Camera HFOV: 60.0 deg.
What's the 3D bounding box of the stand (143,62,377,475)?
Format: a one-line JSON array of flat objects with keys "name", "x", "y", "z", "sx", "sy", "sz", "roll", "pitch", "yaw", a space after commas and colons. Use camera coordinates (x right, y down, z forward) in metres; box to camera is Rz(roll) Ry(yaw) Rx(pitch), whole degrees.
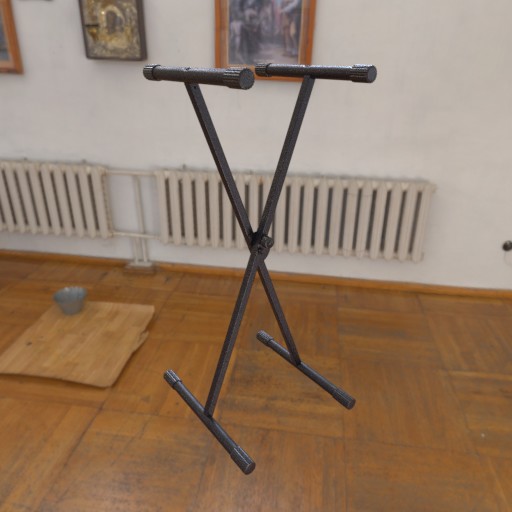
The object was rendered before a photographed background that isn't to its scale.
[{"name": "stand", "x": 0.000, "y": 0.000, "z": 1.185, "sx": 0.409, "sy": 0.940, "sz": 0.449, "roll": -17, "pitch": 30, "yaw": -33}]
